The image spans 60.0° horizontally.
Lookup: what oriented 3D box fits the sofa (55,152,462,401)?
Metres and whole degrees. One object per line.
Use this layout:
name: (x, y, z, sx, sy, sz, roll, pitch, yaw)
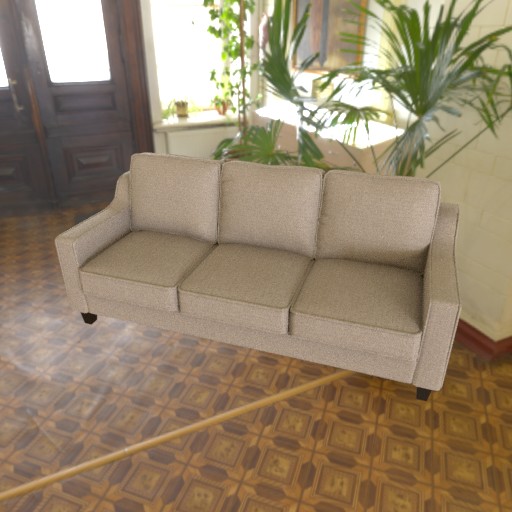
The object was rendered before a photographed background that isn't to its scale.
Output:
sofa: (0.000, 0.000, 2.583, 2.129, 0.950, 0.899, 9, 28, 17)
